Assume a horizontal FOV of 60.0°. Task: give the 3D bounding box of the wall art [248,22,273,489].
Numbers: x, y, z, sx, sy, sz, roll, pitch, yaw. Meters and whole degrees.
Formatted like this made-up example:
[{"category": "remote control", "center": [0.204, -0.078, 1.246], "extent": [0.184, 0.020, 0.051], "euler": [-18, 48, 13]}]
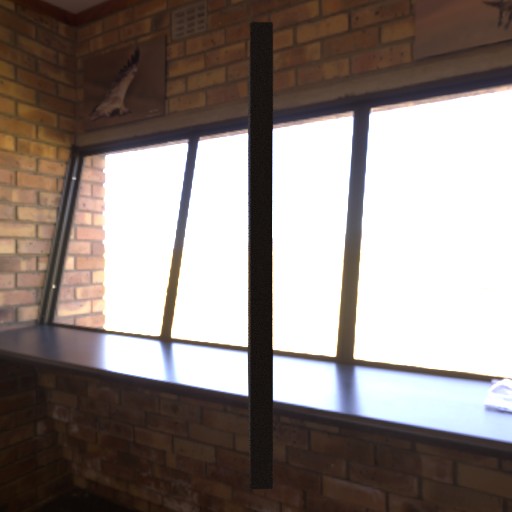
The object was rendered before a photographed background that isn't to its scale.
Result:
[{"category": "wall art", "center": [0.000, 0.000, 0.439], "extent": [0.015, 0.303, 0.304], "euler": [0, 0, -1]}]
